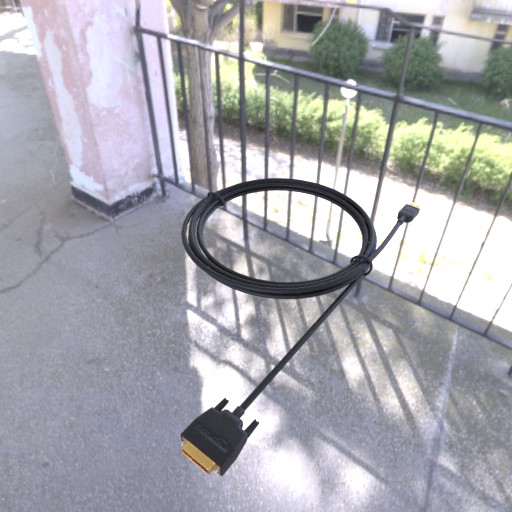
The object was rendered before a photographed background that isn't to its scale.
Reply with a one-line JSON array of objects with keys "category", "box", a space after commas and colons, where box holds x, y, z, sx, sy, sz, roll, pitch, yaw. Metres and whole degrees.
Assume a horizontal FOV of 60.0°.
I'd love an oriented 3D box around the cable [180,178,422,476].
[{"category": "cable", "box": [0.000, 0.000, 0.506, 0.257, 0.030, 0.422, 27, 47, 28]}]
